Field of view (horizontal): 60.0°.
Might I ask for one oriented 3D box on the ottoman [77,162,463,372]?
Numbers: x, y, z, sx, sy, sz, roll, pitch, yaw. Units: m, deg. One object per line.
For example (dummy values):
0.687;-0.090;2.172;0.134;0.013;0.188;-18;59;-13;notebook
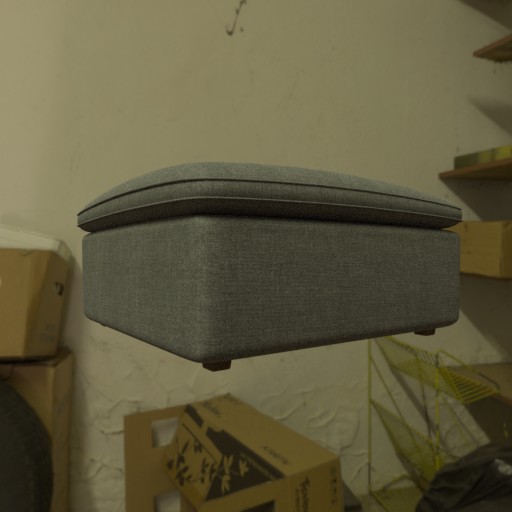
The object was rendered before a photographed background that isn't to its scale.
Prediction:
0.000;0.000;1.662;1.067;0.559;1.067;0;0;-35;ottoman
